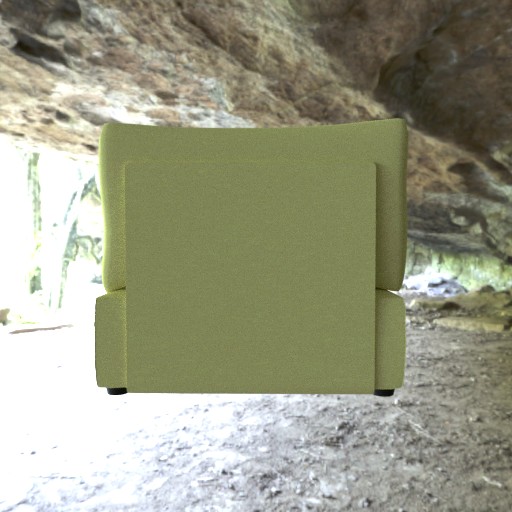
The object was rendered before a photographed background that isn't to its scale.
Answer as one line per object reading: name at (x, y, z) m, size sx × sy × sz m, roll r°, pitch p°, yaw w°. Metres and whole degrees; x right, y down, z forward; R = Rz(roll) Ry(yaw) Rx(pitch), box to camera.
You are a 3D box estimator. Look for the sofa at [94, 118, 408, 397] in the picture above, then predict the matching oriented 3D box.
sofa at (0.000, 0.000, 1.993) m, size 0.930 × 0.820 × 1.450 m, roll 0°, pitch 1°, yaw 1°
